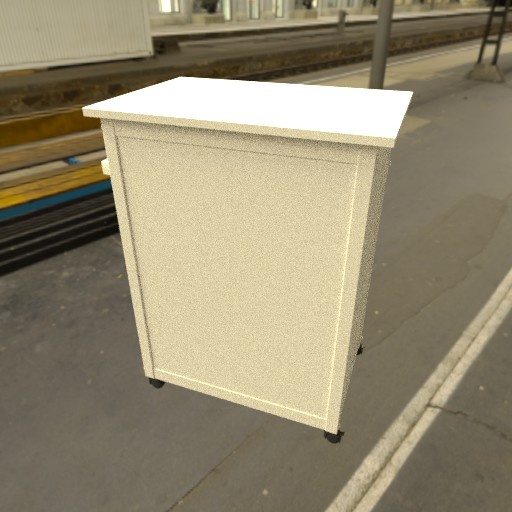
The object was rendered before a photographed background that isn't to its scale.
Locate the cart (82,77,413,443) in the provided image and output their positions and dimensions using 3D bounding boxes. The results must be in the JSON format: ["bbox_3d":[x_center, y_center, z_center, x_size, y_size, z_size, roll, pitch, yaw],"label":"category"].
[{"bbox_3d":[0.000,0.000,1.270,0.683,0.864,0.442,11,32,18],"label":"cart"}]
